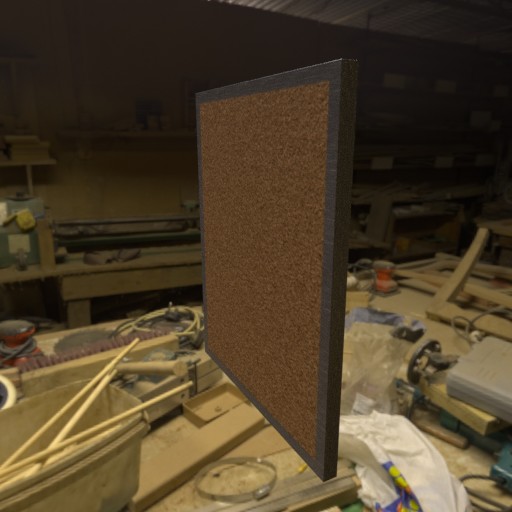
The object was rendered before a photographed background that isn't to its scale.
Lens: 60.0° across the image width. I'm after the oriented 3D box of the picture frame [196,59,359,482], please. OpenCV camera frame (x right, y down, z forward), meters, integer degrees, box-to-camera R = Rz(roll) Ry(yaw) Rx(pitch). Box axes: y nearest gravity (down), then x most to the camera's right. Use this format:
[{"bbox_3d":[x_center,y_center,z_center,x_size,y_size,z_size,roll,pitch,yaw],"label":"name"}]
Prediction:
[{"bbox_3d":[0.000,0.000,0.759,0.029,0.559,0.454,-8,17,-27],"label":"picture frame"}]
